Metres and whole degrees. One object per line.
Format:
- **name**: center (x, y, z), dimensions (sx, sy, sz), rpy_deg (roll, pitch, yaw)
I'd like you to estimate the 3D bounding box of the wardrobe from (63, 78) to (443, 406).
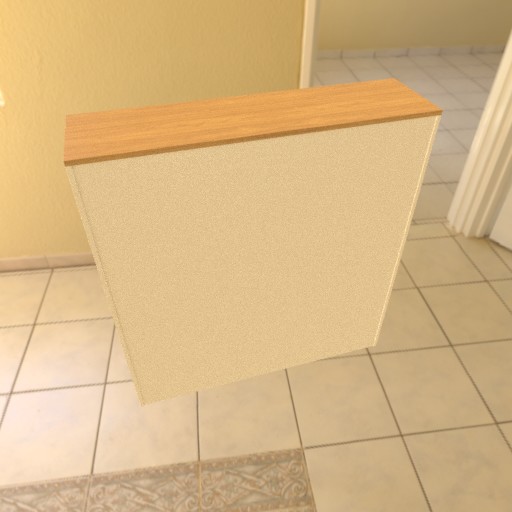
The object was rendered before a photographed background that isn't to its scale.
- **wardrobe**: center (0.000, 0.000, 3.371), dimensions (2.160, 2.260, 0.590), rpy_deg (-11, 42, -13)
